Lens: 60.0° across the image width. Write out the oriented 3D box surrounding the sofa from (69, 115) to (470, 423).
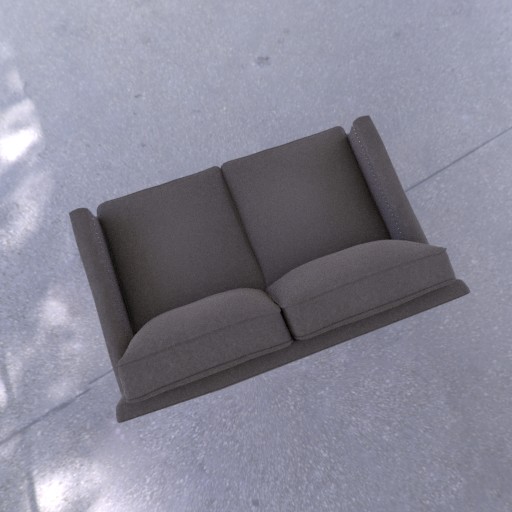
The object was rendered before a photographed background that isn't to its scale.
[{"bbox_3d":[0.000,0.000,2.214,1.597,1.003,1.084,-19,76,-5],"label":"sofa"}]
